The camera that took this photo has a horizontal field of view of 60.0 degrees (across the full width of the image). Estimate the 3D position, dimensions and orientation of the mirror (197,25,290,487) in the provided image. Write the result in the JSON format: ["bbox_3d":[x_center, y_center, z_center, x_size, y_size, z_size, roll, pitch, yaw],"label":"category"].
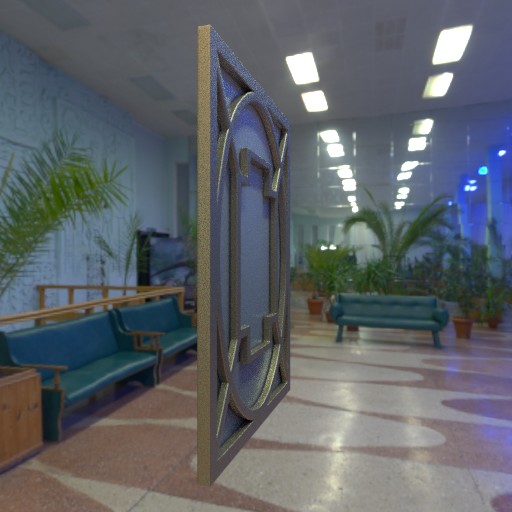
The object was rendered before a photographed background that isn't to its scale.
[{"bbox_3d":[0.000,0.000,1.344,0.032,1.023,0.756,0,0,18],"label":"mirror"}]
